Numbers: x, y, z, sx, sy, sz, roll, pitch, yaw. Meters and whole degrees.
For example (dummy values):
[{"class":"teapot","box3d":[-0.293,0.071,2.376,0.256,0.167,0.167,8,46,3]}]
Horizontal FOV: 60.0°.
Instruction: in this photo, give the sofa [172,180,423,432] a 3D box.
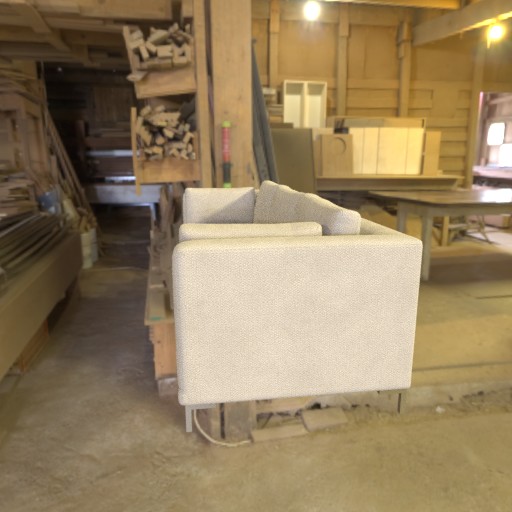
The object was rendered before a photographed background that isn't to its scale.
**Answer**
[{"class":"sofa","box3d":[0.000,0.000,2.880,0.969,0.867,2.415,-2,13,-8]}]
